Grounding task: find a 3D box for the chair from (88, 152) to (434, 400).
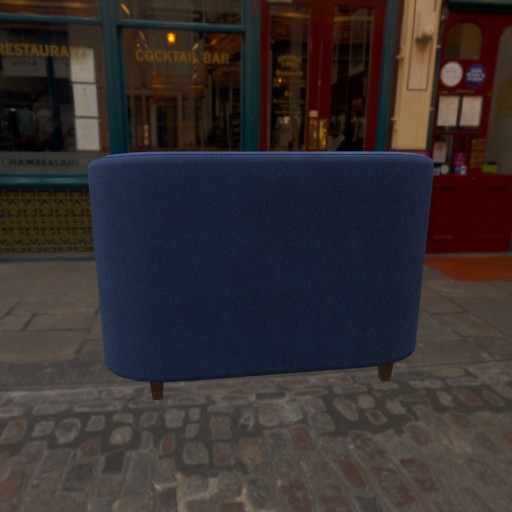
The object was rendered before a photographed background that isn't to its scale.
[{"bbox_3d":[0.000,0.000,1.721,1.118,0.787,0.914,-2,13,-9],"label":"chair"}]
